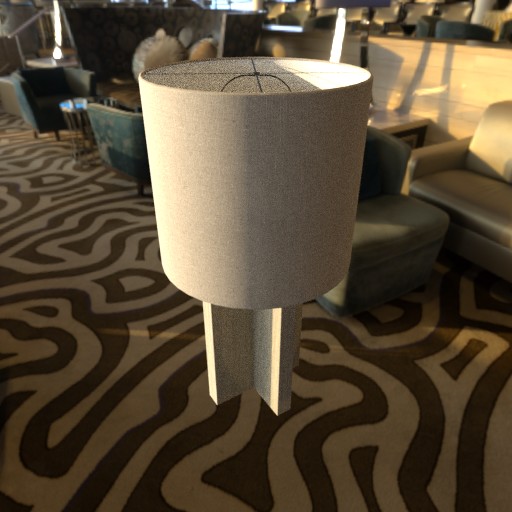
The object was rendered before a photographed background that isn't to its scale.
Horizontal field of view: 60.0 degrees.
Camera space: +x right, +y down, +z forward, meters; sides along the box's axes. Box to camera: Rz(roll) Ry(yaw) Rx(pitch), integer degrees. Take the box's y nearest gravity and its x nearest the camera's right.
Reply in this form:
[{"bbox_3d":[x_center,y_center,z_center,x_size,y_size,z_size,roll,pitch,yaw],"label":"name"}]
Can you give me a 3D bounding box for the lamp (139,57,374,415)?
[{"bbox_3d":[0.000,0.000,0.550,0.229,0.428,0.229,-18,35,-28],"label":"lamp"}]
